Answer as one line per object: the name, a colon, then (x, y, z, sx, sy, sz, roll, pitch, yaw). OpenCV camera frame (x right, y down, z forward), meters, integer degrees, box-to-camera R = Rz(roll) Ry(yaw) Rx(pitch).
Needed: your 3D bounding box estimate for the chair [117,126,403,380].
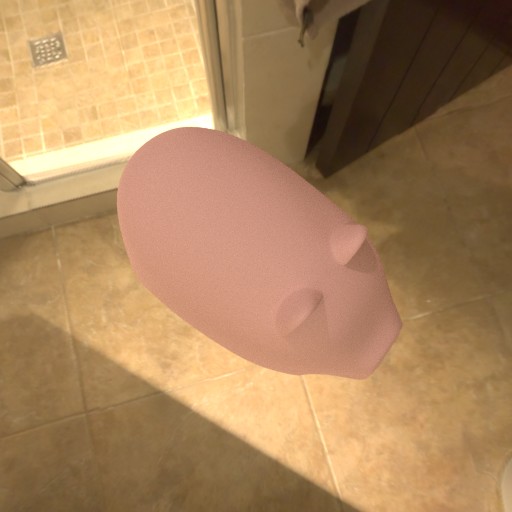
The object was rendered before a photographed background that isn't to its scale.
chair: (0.000, 0.000, 0.868, 0.619, 0.423, 0.364, 36, 78, 9)
